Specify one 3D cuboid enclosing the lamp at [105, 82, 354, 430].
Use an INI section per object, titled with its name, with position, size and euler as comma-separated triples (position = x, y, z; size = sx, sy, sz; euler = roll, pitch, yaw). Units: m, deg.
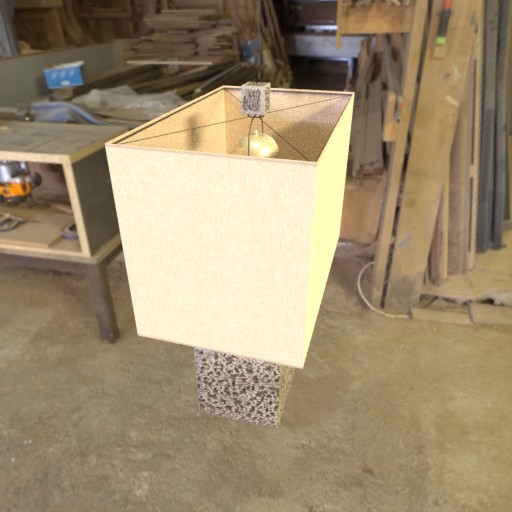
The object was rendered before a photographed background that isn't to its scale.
[lamp]
position = 0.000, 0.000, 0.562
size = 0.180, 0.411, 0.294
euler = 8, 31, 14
